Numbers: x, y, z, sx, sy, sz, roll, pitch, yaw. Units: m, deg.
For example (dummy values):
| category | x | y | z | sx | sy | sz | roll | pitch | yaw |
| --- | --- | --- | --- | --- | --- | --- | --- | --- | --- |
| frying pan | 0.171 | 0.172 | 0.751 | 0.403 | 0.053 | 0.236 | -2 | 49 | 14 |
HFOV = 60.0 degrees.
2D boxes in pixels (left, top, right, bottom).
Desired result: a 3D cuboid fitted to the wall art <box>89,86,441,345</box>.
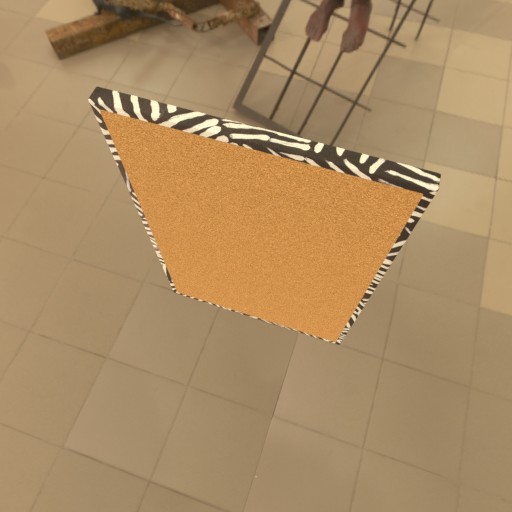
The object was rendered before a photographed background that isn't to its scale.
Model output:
| category | x | y | z | sx | sy | sz | roll | pitch | yaw |
| --- | --- | --- | --- | --- | --- | --- | --- | --- | --- |
| wall art | 0.000 | 0.000 | 1.155 | 0.615 | 0.918 | 0.035 | 17 | 65 | 8 |
